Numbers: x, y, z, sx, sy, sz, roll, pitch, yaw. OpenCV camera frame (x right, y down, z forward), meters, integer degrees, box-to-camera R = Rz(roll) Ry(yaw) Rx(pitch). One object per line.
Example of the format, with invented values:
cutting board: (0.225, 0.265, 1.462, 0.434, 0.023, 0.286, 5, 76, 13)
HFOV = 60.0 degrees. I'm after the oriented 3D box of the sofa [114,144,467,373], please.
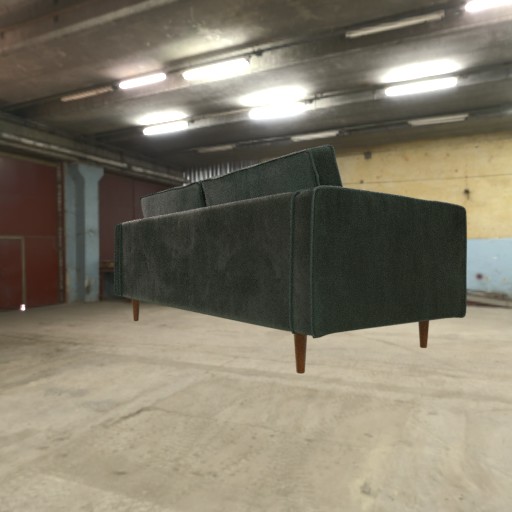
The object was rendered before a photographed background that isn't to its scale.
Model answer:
sofa: (0.000, 0.000, 2.283, 0.886, 0.781, 1.816, 0, 0, -36)
